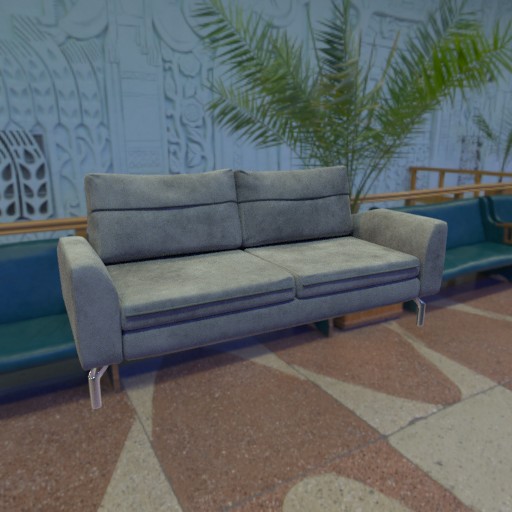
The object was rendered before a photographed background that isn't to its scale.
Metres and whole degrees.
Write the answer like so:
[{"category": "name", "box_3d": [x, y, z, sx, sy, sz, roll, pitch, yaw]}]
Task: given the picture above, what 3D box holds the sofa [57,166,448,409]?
[{"category": "sofa", "box_3d": [0.000, 0.000, 2.289, 1.837, 0.859, 0.849, -7, 17, -26]}]
